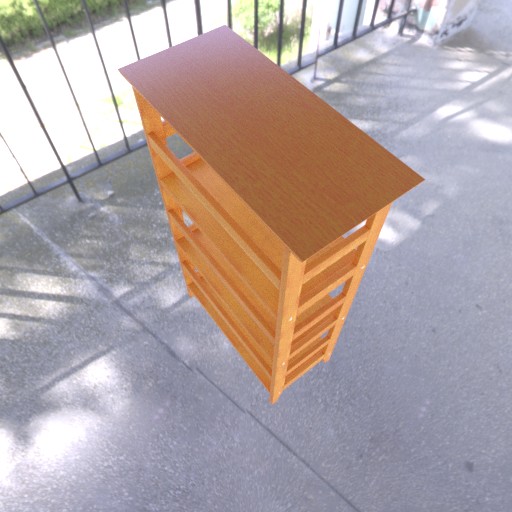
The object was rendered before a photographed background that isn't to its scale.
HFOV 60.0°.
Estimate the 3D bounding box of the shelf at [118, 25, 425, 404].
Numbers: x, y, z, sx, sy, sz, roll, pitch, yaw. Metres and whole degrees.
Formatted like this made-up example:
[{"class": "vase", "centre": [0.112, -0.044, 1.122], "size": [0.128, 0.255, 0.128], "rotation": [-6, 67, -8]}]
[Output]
[{"class": "shelf", "centre": [0.000, 0.000, 1.381], "size": [0.305, 1.067, 0.660], "rotation": [-33, 63, -19]}]
